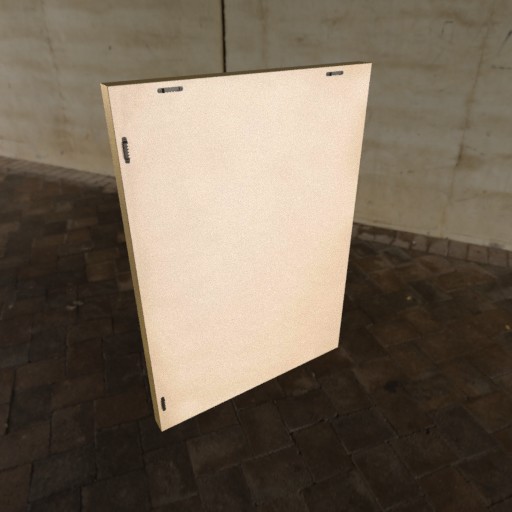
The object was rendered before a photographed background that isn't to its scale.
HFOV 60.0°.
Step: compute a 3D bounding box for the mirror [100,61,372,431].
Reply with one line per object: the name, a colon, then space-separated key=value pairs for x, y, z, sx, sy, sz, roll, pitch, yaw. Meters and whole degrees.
mirror: x=0.000 y=0.000 z=0.918 sx=0.507 sy=0.710 sz=0.040 roll=-18 pitch=34 yaw=-28
